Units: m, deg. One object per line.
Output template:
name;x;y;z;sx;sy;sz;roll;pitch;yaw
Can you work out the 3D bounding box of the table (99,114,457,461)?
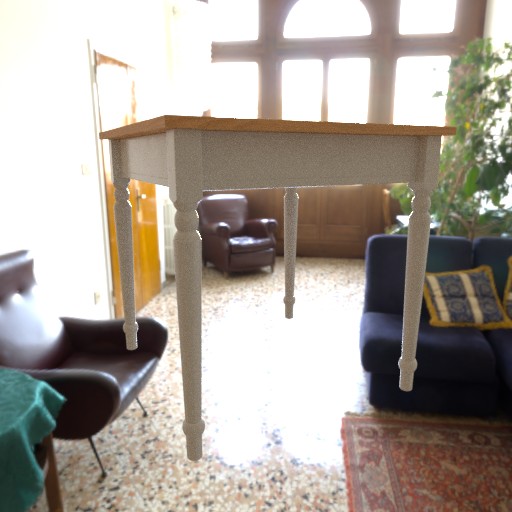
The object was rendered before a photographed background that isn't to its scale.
table;0.000;0.000;1.347;0.747;0.738;0.747;-7;15;-27
